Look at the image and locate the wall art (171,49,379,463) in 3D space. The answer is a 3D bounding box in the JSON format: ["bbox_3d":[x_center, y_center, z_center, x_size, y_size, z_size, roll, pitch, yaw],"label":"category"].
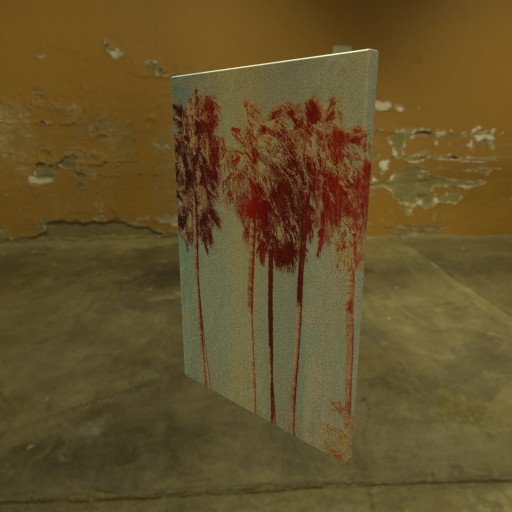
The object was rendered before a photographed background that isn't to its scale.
[{"bbox_3d":[0.000,0.000,1.149,0.605,0.915,0.037,14,20,41],"label":"wall art"}]
